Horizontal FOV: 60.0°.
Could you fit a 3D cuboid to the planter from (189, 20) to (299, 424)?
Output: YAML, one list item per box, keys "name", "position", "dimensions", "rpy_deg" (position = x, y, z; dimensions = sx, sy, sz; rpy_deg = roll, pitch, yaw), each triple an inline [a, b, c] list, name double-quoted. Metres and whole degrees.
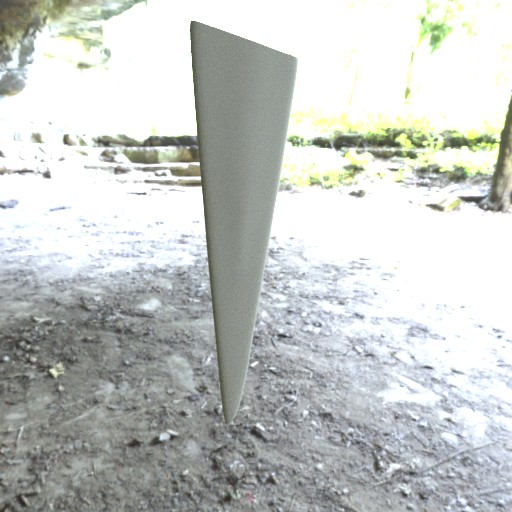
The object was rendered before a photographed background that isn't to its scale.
- name: "planter"
  position: [0.000, 0.000, 0.379]
  dimensions: [0.065, 0.338, 0.143]
  rpy_deg: [2, 16, 9]
